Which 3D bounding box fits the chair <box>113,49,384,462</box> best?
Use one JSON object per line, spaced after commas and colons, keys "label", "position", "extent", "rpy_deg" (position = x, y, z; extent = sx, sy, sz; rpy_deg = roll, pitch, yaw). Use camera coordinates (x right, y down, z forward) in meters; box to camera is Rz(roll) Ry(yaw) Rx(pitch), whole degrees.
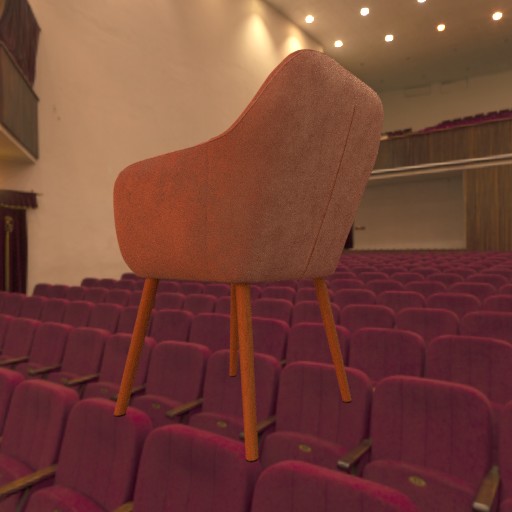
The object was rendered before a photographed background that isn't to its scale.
{"label": "chair", "position": [0.000, 0.000, 1.176], "extent": [0.570, 0.832, 0.610], "rpy_deg": [0, 0, 37]}
